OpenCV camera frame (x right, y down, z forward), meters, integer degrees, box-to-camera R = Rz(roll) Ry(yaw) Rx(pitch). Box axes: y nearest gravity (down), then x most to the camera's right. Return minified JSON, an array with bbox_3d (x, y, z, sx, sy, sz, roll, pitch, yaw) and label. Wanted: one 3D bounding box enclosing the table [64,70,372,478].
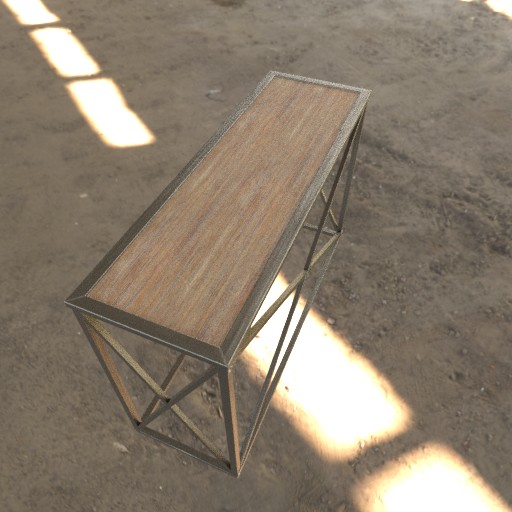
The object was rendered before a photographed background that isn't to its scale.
[{"bbox_3d":[0.000,0.000,1.579,0.402,0.753,1.216,18,50,15],"label":"table"}]
